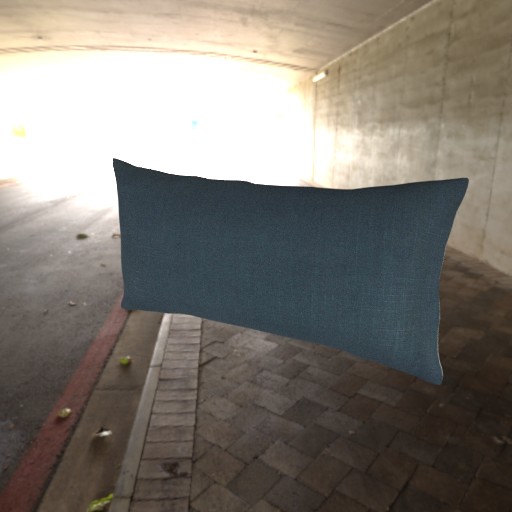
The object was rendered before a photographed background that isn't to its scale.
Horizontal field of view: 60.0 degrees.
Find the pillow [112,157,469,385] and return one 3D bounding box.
[{"bbox_3d":[0.000,0.000,0.734,0.609,0.305,0.151,8,17,26],"label":"pillow"}]
